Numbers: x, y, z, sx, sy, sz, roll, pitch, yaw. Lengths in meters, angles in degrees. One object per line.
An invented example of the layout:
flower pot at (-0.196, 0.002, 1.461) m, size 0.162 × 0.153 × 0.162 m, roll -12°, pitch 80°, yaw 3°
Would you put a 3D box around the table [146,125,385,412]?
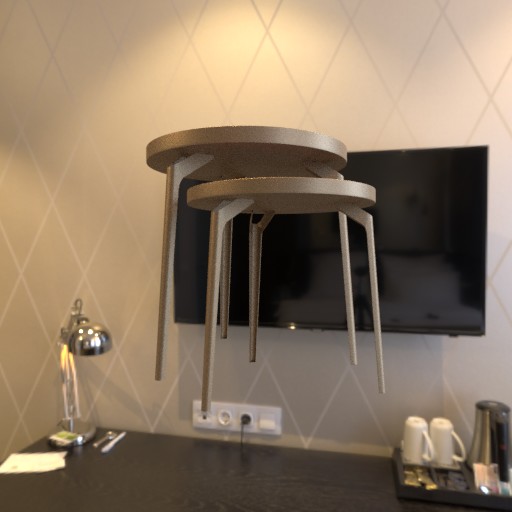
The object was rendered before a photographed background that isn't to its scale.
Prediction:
table at (0.000, 0.000, 1.125) m, size 0.532 × 0.555 × 0.751 m, roll 0°, pitch 0°, yaw -17°
